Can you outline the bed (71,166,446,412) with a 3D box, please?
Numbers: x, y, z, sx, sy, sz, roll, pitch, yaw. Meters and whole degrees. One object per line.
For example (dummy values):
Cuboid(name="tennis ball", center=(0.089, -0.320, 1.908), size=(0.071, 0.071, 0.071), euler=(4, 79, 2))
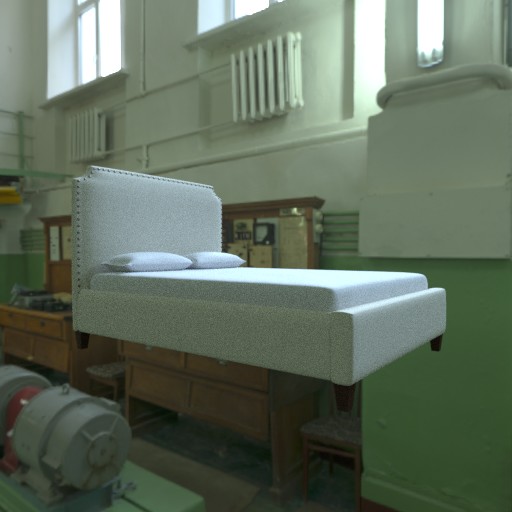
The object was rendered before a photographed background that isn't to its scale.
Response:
Cuboid(name="bed", center=(0.000, 0.000, 3.416), size=(2.372, 1.443, 1.712), euler=(1, 1, 37))
